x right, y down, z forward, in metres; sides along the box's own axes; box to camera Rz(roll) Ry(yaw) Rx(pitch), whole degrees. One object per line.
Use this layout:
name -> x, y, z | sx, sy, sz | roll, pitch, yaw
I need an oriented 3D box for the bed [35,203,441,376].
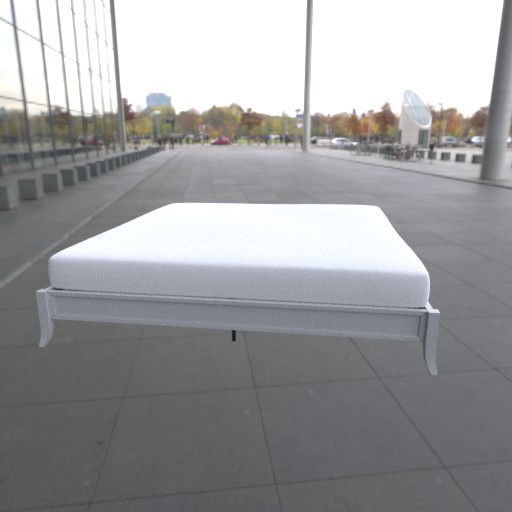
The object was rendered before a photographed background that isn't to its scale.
bed -> 0.000, 0.000, 3.130 | 2.007, 0.510, 2.108 | 2, 15, 8
